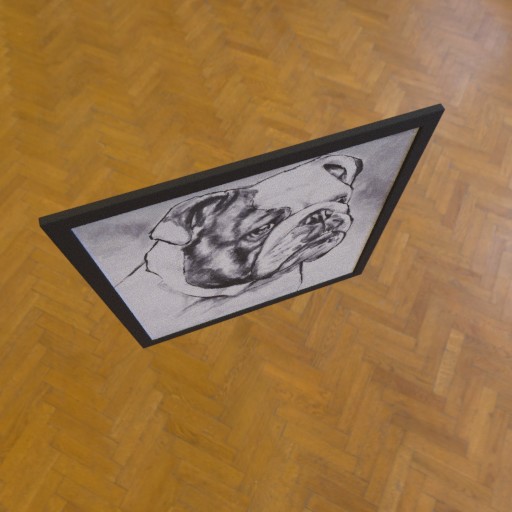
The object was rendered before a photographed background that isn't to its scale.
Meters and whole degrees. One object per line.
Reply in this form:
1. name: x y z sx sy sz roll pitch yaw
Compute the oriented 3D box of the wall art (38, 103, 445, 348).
1. wall art: 0.000 0.000 0.830 0.562 0.558 0.012 -18 64 -9
